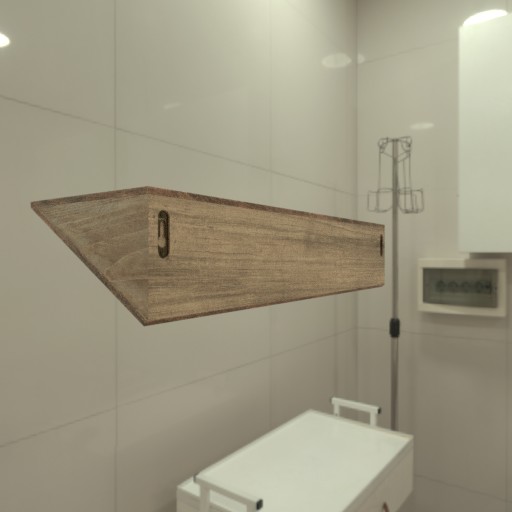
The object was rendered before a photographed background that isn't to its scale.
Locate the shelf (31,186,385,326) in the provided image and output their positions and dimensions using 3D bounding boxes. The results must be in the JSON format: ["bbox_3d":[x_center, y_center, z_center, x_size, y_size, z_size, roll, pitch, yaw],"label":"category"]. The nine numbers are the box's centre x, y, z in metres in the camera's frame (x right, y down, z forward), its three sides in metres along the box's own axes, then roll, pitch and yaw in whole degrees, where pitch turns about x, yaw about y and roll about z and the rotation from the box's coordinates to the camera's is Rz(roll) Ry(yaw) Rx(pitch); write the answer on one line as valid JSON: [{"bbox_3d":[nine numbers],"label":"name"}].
[{"bbox_3d":[0.000,0.000,0.698,0.200,0.125,0.610,0,0,35],"label":"shelf"}]
